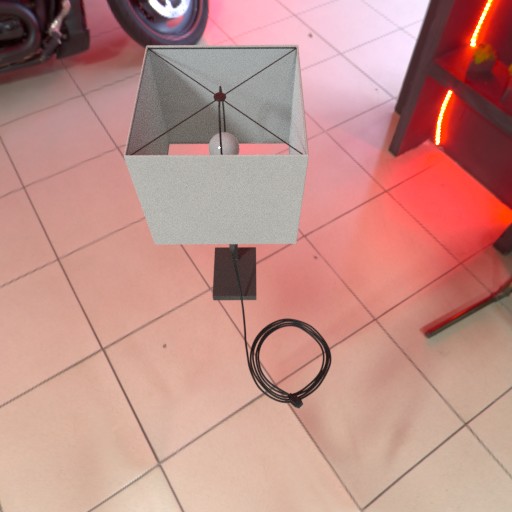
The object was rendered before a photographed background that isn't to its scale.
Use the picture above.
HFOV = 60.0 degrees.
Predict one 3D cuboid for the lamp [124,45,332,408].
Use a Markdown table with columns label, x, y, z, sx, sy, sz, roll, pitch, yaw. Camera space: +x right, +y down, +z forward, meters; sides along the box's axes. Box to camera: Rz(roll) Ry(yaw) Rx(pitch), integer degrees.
| label | x | y | z | sx | sy | sz | roll | pitch | yaw |
| --- | --- | --- | --- | --- | --- | --- | --- | --- | --- |
| lamp | 0.000 | 0.000 | 0.962 | 0.399 | 0.660 | 0.504 | 0 | 58 | 0 |
